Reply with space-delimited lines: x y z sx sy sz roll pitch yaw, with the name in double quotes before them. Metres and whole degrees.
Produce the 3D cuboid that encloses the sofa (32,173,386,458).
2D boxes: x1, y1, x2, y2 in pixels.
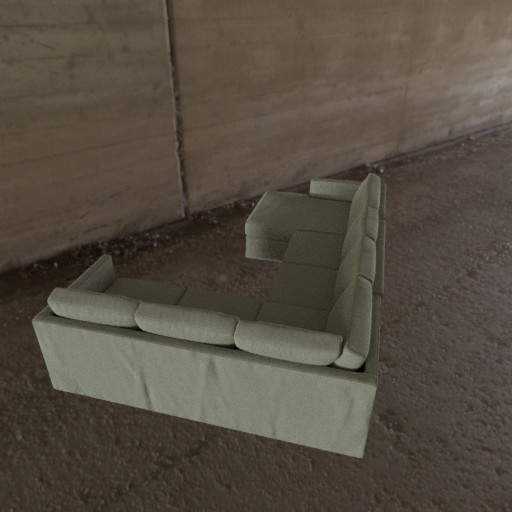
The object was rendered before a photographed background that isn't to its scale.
"sofa" 0.000 0.000 4.447 2.440 0.869 3.434 8 31 13
